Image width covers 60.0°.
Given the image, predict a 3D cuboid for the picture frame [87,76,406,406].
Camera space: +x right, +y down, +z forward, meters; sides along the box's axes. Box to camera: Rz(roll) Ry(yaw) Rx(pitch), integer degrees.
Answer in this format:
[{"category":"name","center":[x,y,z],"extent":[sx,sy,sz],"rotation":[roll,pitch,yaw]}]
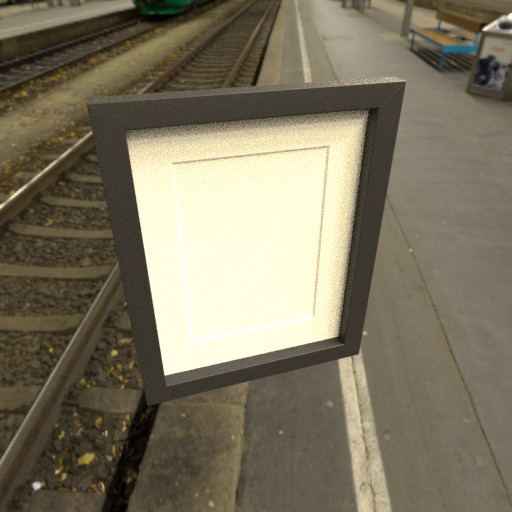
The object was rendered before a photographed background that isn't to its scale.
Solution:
[{"category":"picture frame","center":[0.000,0.000,0.525],"extent":[0.307,0.383,0.036],"rotation":[-10,34,-15]}]
